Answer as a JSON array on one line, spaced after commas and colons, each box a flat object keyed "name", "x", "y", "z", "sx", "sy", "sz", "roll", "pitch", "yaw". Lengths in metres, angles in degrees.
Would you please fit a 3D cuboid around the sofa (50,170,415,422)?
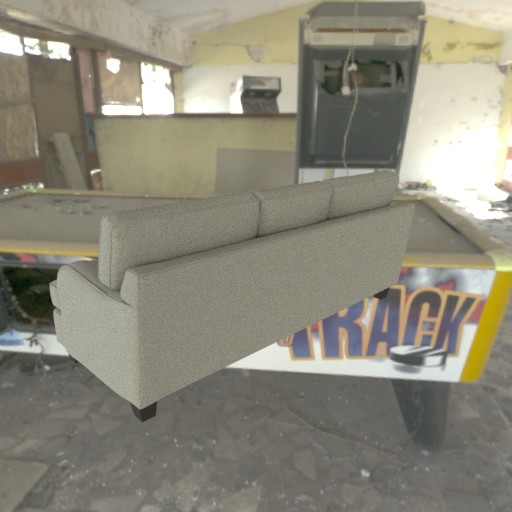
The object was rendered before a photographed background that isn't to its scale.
[{"name": "sofa", "x": 0.000, "y": 0.000, "z": 2.895, "sx": 2.323, "sy": 0.997, "sz": 1.016, "roll": -16, "pitch": 23, "yaw": -42}]
